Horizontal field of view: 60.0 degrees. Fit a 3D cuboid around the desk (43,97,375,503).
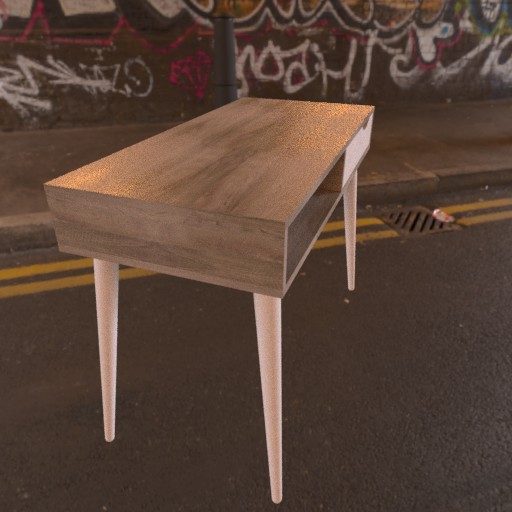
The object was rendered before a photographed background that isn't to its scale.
[{"bbox_3d":[0.000,0.000,1.322,0.491,0.723,0.979,11,31,18],"label":"desk"}]
